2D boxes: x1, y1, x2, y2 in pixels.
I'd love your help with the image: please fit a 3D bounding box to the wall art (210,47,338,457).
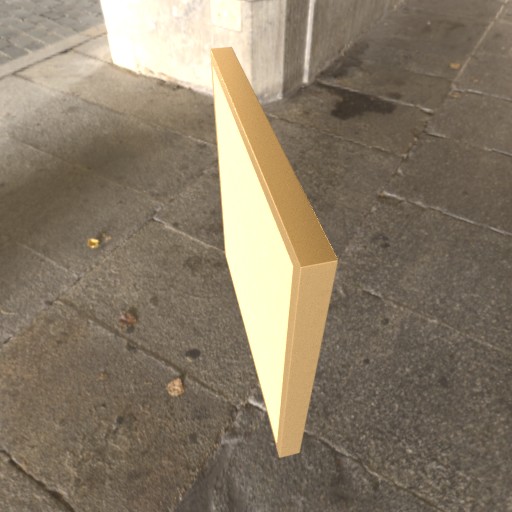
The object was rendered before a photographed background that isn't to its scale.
[{"bbox_3d":[0.000,0.000,0.462,0.023,0.305,0.305,-10,48,-9],"label":"wall art"}]
